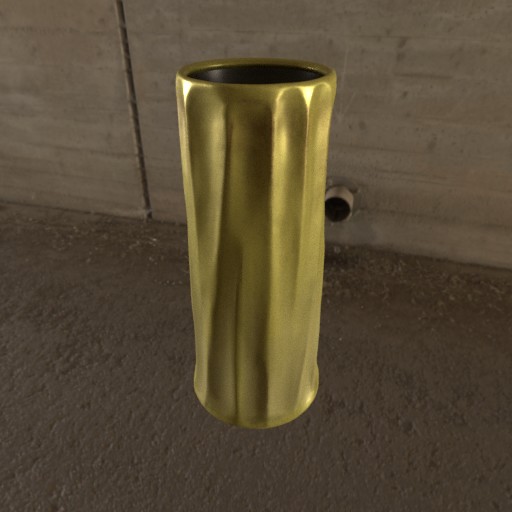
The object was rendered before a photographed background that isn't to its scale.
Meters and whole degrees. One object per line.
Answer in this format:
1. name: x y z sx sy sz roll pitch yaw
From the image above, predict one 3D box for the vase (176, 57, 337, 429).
1. vase: 0.000 0.000 0.181 0.061 0.143 0.061 0 32 0
